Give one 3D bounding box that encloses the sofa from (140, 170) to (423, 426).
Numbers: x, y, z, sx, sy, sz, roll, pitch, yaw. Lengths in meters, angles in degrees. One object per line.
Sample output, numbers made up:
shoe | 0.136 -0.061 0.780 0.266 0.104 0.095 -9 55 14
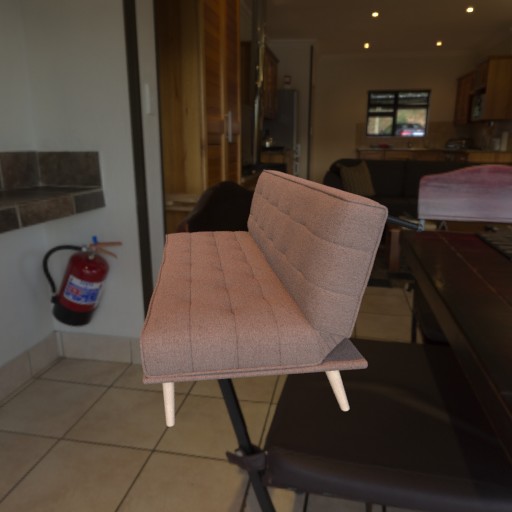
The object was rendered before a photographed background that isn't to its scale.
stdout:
sofa | 0.000 0.000 2.351 1.038 0.810 1.820 -2 14 -8
